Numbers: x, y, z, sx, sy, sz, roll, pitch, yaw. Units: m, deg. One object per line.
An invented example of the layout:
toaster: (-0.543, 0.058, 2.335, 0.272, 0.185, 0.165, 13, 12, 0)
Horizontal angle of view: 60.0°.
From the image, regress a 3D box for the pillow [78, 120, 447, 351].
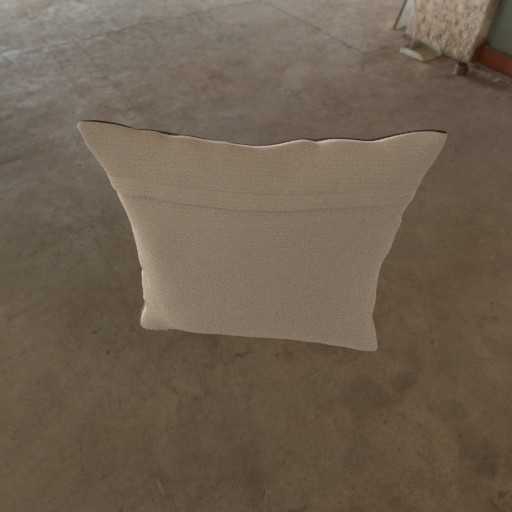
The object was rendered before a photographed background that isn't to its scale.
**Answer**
pillow: (0.000, 0.000, 0.723, 0.475, 0.473, 0.178, 4, 47, 4)
